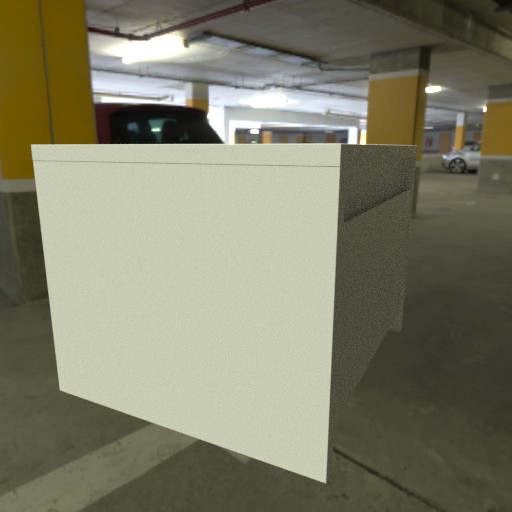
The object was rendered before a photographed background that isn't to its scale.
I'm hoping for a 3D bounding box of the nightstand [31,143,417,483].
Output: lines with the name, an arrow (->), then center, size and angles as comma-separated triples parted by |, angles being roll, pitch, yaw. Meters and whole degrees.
nightstand -> 0.000, 0.000, 0.723 | 0.408, 0.351, 0.470 | 7, 15, 26
